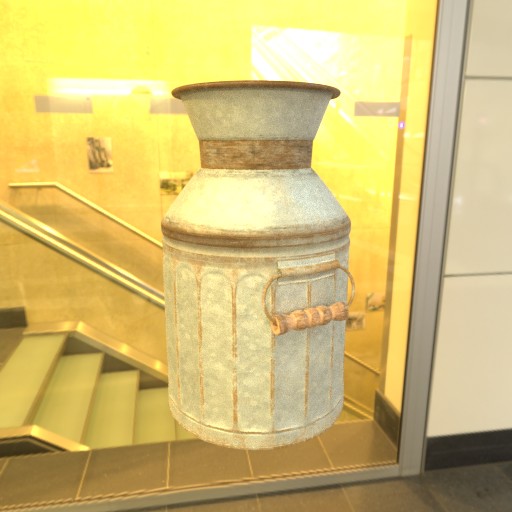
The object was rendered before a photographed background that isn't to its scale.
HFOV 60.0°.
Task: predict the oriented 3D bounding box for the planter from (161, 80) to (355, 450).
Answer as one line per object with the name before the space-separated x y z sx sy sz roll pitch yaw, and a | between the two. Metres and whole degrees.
planter | 0.000 0.000 0.512 0.215 0.358 0.248 -8 16 -28
